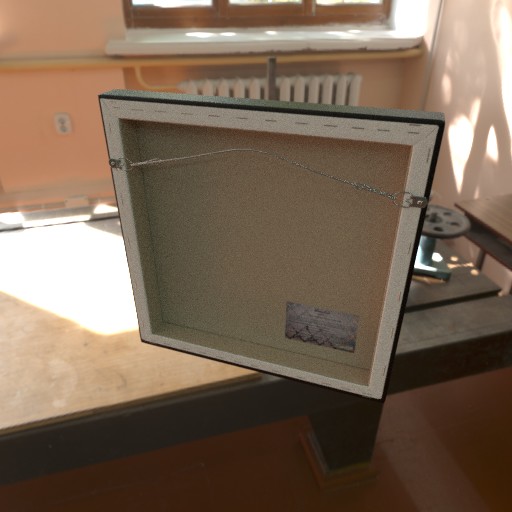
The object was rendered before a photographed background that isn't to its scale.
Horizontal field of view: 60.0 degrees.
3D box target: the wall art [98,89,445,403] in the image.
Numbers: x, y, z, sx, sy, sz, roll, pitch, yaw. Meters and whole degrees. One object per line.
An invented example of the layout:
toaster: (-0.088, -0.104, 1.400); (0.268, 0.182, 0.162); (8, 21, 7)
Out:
wall art: (0.000, 0.000, 0.609); (0.406, 0.407, 0.041); (10, 32, 16)
